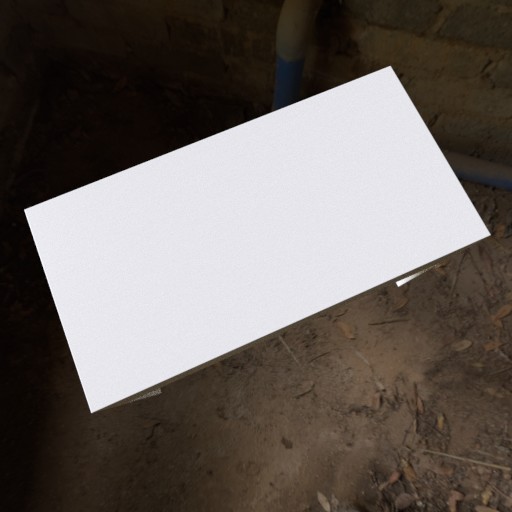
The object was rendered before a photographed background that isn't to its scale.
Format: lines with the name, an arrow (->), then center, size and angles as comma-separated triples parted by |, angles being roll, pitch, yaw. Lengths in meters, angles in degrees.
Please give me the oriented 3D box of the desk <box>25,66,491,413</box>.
desk -> 0.000, 0.000, 1.523 | 1.100, 0.730, 0.560 | -23, 77, -6
